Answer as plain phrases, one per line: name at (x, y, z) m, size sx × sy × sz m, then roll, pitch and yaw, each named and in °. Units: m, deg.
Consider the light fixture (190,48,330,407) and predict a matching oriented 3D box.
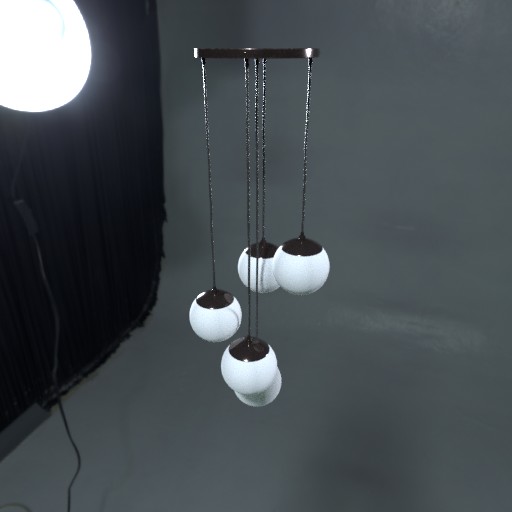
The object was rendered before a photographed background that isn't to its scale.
light fixture at (0.000, 0.000, 1.496) m, size 0.489 × 1.271 × 0.484 m, roll 9°, pitch 27°, yaw 17°
